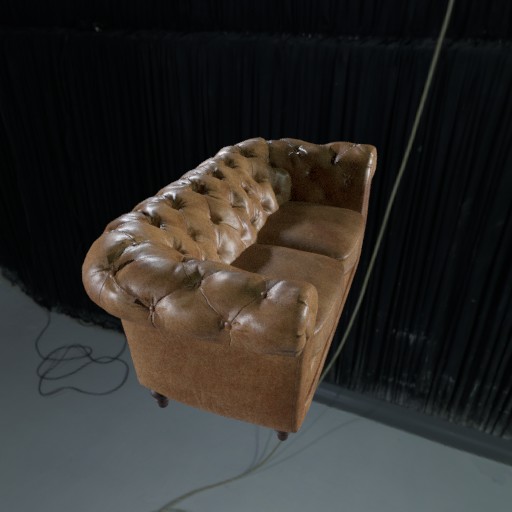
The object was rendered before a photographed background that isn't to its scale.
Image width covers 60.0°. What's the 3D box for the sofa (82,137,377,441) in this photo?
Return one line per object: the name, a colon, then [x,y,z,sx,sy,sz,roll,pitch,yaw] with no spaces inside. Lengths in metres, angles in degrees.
sofa: [0.000,0.000,2.463,1.042,0.877,1.979,11,31,18]
